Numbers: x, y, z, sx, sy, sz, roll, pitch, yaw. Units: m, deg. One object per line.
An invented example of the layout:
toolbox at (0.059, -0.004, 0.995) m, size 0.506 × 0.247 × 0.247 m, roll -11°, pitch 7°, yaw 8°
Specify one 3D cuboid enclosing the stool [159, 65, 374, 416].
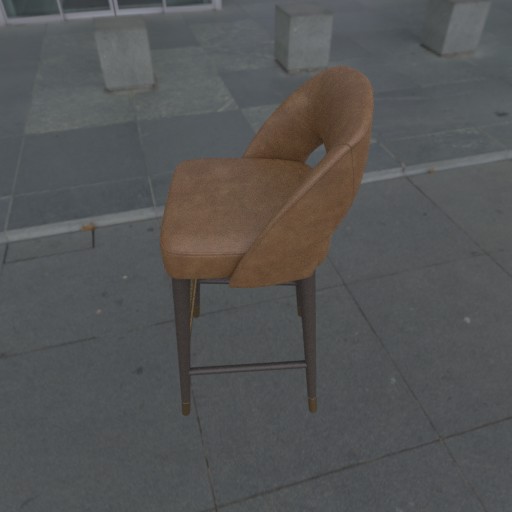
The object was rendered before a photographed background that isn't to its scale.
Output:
stool at (0.000, 0.000, 1.321) m, size 0.509 × 1.037 × 0.494 m, roll -1°, pitch 42°, yaw -1°
